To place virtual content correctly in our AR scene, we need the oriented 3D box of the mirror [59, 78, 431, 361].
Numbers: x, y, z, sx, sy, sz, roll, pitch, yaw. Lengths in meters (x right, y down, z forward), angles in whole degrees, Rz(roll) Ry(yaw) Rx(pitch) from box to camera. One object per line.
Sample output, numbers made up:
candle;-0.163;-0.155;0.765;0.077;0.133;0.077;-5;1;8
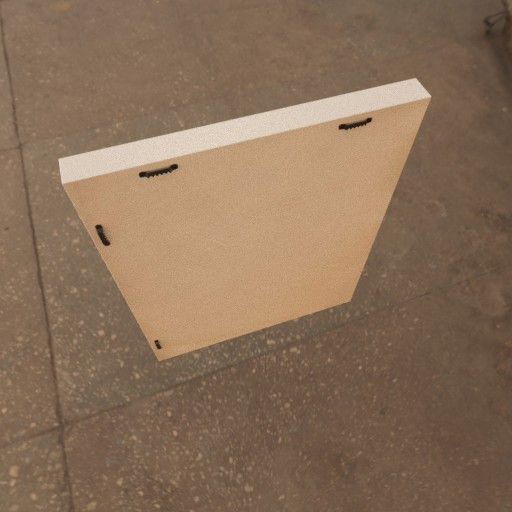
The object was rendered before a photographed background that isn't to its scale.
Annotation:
mirror;0.000;0.000;0.684;0.406;0.509;0.041;-16;59;-10
